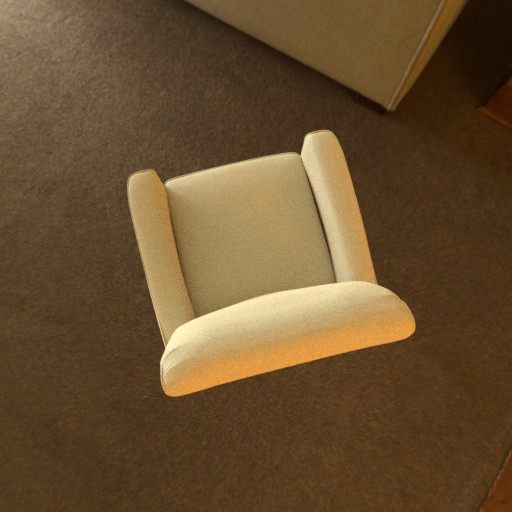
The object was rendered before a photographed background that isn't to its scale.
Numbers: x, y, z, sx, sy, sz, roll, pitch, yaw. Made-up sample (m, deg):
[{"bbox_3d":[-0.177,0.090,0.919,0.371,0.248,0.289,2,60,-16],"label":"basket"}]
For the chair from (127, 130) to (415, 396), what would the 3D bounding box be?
[{"bbox_3d":[0.000,0.000,1.698,0.841,1.023,0.858,-14,76,-3],"label":"chair"}]
